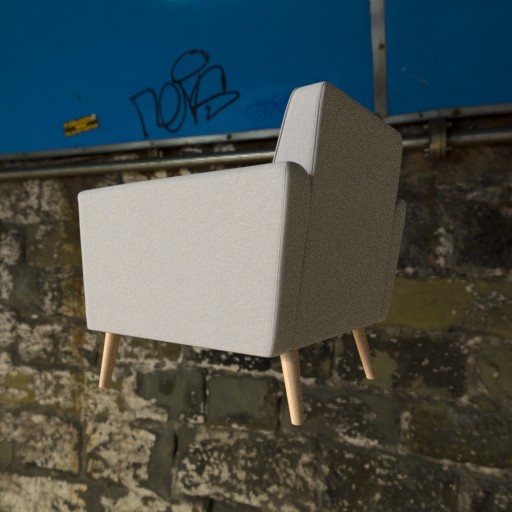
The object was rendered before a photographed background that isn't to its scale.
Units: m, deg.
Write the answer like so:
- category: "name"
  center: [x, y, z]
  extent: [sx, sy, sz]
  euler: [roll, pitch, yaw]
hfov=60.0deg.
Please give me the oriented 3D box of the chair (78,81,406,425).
- category: "chair"
  center: [0.000, 0.000, 1.389]
  extent: [0.750, 0.780, 0.780]
  euler: [0, 0, 35]
